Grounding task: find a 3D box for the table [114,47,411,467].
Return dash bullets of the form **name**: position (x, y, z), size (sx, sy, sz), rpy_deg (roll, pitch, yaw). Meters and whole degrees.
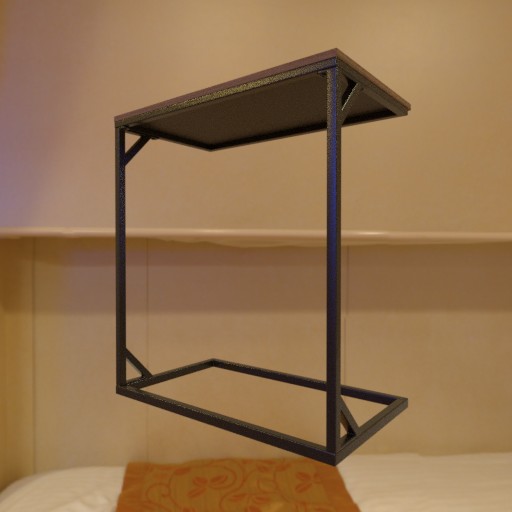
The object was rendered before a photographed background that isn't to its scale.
- **table**: position (0.000, 0.000, 1.031), size (0.597, 0.673, 0.351), rpy_deg (1, 1, 38)
